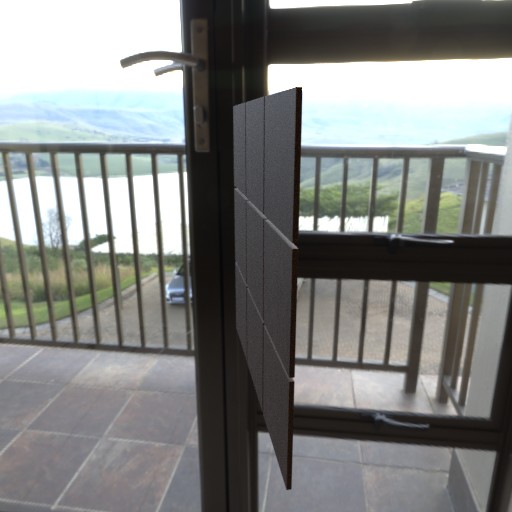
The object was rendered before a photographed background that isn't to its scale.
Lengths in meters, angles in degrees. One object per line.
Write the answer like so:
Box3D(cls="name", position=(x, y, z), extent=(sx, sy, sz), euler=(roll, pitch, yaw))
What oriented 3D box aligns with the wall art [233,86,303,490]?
Box3D(cls="wall art", position=(0.000, 0.000, 1.375), extent=(0.013, 0.914, 0.915), euler=(-3, 17, -10))
